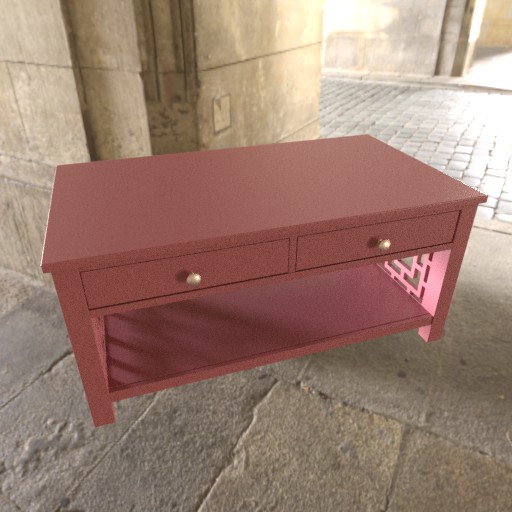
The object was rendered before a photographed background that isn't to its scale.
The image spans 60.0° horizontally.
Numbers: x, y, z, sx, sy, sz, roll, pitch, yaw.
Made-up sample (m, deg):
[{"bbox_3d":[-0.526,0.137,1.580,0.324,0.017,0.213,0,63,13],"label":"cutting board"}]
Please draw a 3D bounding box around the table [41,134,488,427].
[{"bbox_3d":[0.000,0.000,1.361,1.068,0.493,0.612,-10,32,-16],"label":"table"}]
